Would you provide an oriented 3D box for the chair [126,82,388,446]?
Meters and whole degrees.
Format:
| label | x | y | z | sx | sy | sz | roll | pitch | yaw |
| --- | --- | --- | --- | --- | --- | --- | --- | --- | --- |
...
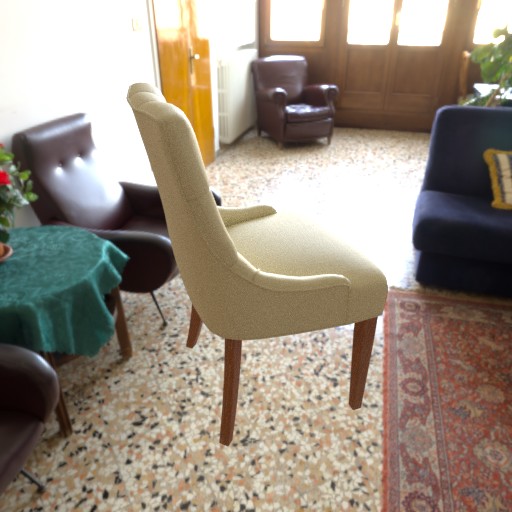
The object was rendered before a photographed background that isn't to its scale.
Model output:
| label | x | y | z | sx | sy | sz | roll | pitch | yaw |
| --- | --- | --- | --- | --- | --- | --- | --- | --- | --- |
| chair | 0.000 | 0.000 | 1.213 | 0.565 | 0.874 | 0.509 | -10 | 31 | -18 |
